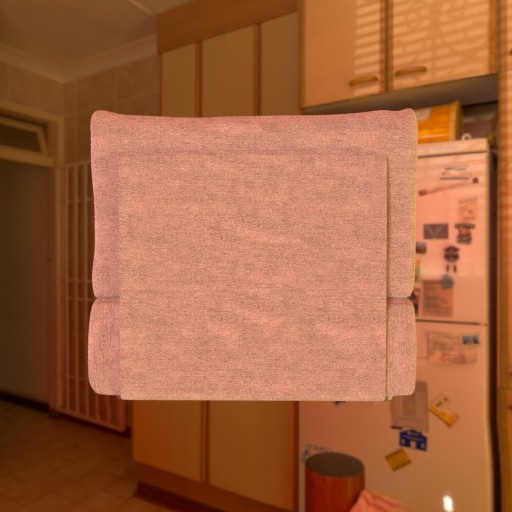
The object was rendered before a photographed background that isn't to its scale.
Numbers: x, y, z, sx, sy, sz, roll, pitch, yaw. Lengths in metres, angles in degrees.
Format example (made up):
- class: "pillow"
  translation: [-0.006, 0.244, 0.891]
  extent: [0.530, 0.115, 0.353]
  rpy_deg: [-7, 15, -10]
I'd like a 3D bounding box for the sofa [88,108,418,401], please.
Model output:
- class: "sofa"
  translation: [0.000, 0.000, 1.911]
  extent: [0.930, 0.820, 1.450]
  rpy_deg: [0, 0, 1]
